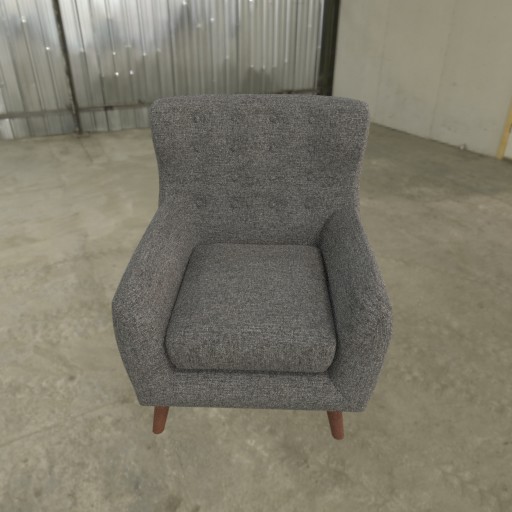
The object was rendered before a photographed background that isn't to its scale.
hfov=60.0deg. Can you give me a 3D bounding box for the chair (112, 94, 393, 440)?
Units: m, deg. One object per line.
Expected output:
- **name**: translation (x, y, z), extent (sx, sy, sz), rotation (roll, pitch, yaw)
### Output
- **chair**: translation (0.000, 0.000, 1.706), extent (0.889, 1.039, 0.940), rotation (1, 30, 2)
